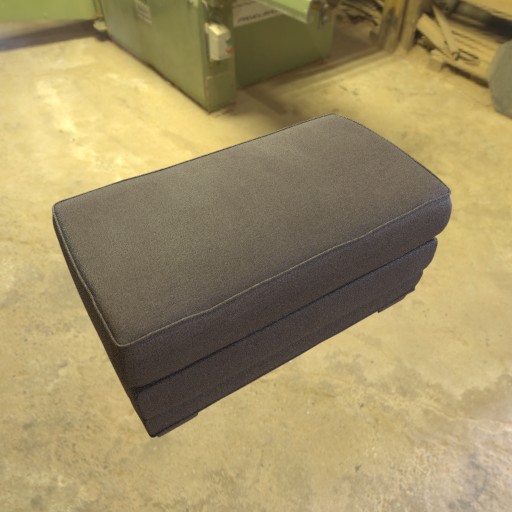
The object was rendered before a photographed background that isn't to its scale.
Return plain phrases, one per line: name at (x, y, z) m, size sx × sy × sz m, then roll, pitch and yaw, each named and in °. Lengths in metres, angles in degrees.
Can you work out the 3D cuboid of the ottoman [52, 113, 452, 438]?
ottoman at (0.000, 0.000, 1.165) m, size 0.864 × 0.448 × 0.490 m, roll -24°, pitch 50°, yaw -21°
